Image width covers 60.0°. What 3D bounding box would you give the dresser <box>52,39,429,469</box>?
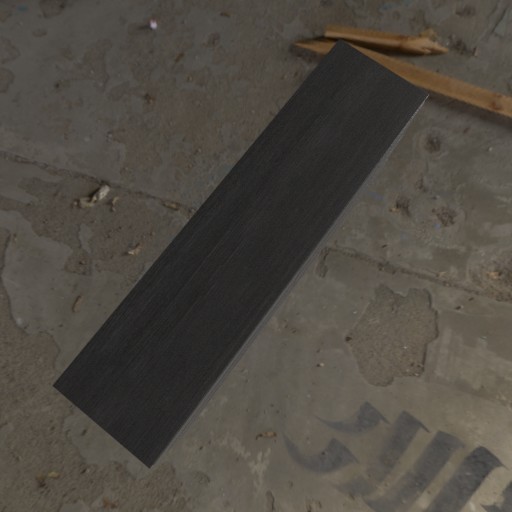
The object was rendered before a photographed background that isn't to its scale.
[{"bbox_3d":[0.000,0.000,1.895,0.400,0.795,1.590,36,79,8],"label":"dresser"}]
